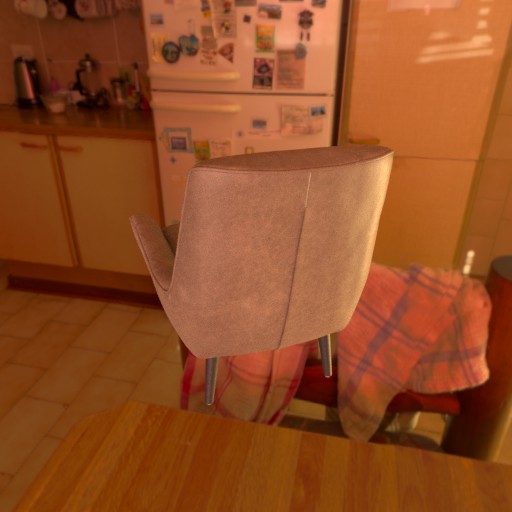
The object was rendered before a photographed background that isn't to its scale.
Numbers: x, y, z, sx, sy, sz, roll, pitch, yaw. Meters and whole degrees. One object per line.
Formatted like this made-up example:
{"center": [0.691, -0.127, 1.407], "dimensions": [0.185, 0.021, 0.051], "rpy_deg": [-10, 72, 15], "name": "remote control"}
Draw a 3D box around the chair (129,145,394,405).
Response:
{"center": [0.000, 0.000, 1.507], "dimensions": [0.787, 0.888, 0.824], "rpy_deg": [-8, 29, -15], "name": "chair"}
